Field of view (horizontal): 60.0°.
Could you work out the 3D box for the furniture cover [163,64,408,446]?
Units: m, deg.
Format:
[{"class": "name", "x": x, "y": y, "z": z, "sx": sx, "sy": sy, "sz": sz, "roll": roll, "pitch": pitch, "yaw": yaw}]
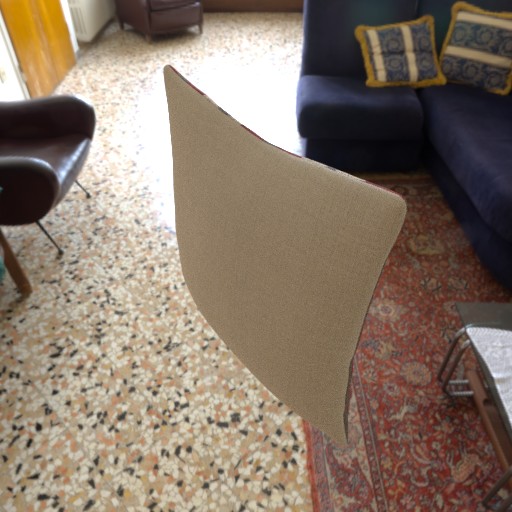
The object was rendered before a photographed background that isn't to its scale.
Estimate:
[{"class": "furniture cover", "x": 0.000, "y": 0.000, "z": 0.626, "sx": 0.145, "sy": 0.420, "sz": 0.435, "roll": -26, "pitch": 48, "yaw": -26}]
